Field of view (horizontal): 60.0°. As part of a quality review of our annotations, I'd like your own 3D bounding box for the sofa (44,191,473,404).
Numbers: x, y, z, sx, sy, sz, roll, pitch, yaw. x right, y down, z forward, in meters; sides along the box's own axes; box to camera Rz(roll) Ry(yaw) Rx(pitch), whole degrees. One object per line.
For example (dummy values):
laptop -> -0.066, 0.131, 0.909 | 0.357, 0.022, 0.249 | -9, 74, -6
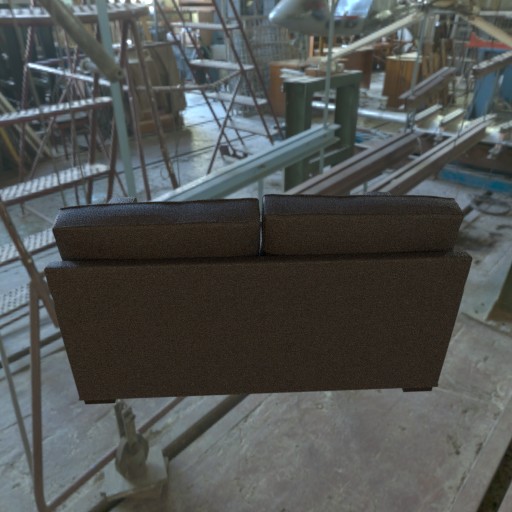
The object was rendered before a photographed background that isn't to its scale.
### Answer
sofa -> 0.000, 0.000, 2.102 | 1.534, 0.887, 0.974 | -1, 30, -2
